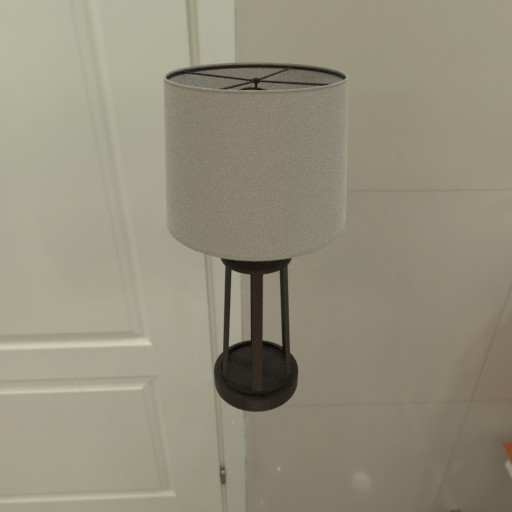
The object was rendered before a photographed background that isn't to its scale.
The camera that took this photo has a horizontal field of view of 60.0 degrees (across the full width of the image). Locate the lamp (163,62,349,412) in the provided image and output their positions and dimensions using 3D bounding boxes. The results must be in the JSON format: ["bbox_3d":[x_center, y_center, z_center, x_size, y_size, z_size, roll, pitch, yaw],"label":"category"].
[{"bbox_3d":[0.000,0.000,0.664,0.251,0.509,0.251,0,30,0],"label":"lamp"}]
